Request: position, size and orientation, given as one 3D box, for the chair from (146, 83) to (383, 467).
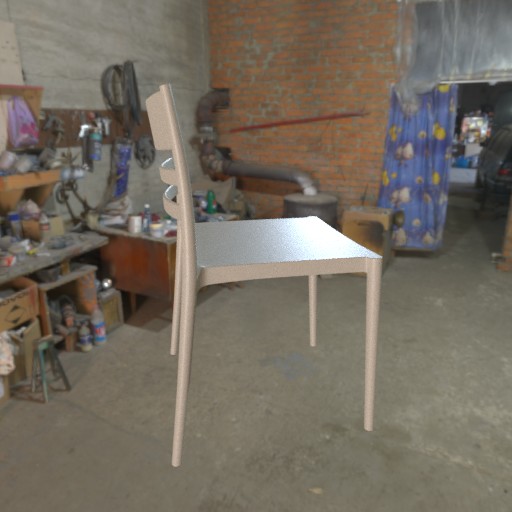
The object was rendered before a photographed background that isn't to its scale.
[{"bbox_3d":[0.000,0.000,1.161,0.511,0.800,0.531,-3,17,-10],"label":"chair"}]
